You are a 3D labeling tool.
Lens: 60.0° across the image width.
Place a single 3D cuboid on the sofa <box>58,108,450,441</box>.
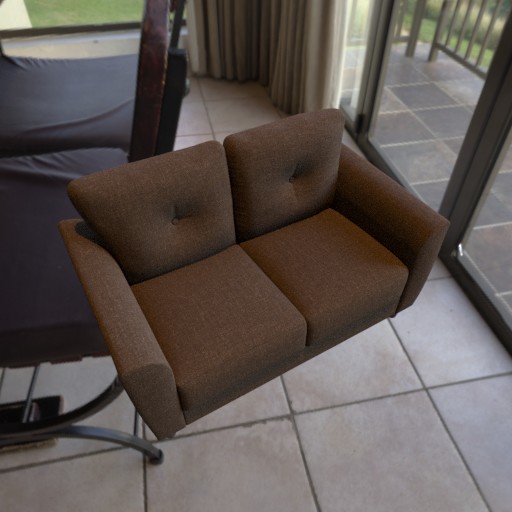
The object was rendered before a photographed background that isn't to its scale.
[{"bbox_3d":[0.000,0.000,1.958,1.423,0.885,0.851,-22,49,-21],"label":"sofa"}]
